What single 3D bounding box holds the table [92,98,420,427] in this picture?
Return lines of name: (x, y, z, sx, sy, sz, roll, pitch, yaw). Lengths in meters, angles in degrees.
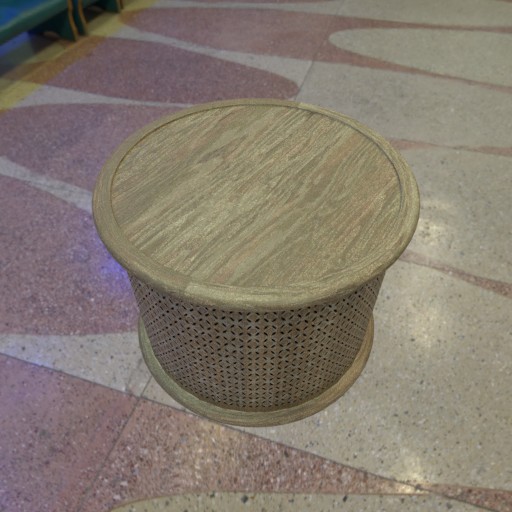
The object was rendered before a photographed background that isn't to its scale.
table: (0.000, 0.000, 1.001, 0.607, 0.450, 0.607, 0, 47, 0)
